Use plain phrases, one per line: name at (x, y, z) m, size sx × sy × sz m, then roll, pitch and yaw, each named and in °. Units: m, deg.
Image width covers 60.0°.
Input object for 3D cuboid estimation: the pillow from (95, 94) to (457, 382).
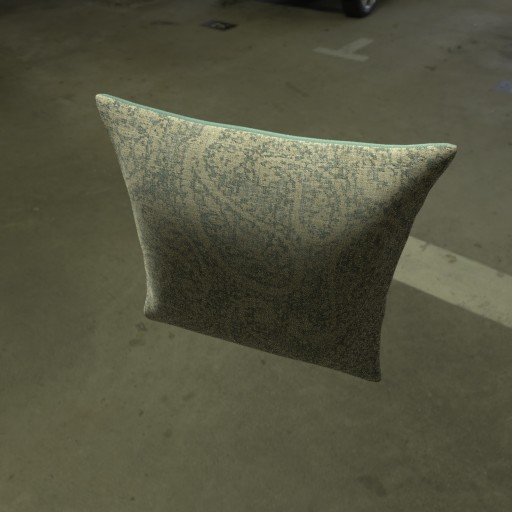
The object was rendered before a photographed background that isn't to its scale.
pillow at (0.000, 0.000, 0.776) m, size 0.526 × 0.507 × 0.166 m, roll 13°, pitch 43°, yaw 14°
